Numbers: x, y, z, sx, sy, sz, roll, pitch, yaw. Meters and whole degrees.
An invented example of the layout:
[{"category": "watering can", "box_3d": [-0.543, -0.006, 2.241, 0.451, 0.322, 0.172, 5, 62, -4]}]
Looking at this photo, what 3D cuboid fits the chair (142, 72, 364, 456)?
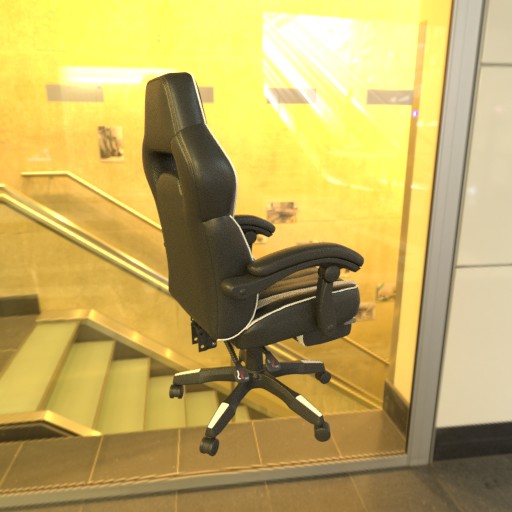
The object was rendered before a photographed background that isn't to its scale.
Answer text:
[{"category": "chair", "box_3d": [0.000, 0.000, 1.613, 0.700, 1.200, 0.676, -8, 17, -26]}]
